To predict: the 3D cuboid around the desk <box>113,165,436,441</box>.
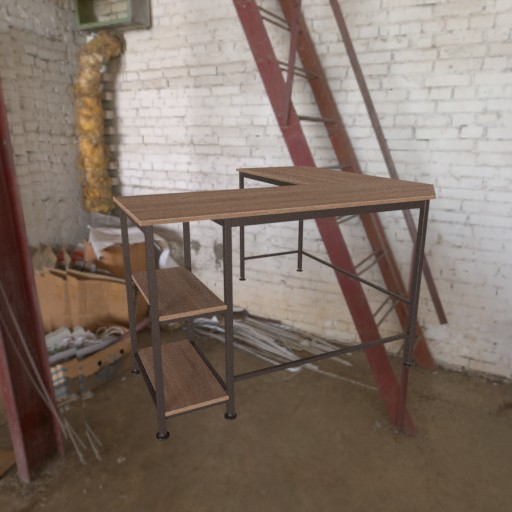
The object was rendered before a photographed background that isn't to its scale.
[{"bbox_3d":[0.000,0.000,2.227,1.379,0.739,1.379,-8,18,-24],"label":"desk"}]
